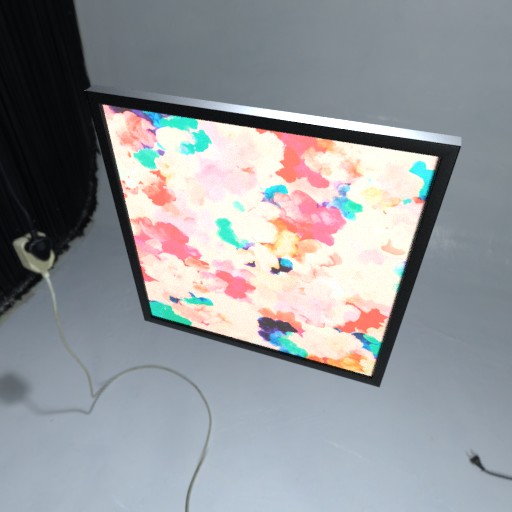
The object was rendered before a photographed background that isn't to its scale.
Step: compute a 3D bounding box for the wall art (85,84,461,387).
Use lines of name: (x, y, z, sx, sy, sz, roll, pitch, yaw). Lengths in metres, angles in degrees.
wall art: (0.000, 0.000, 1.115, 0.756, 0.755, 0.036, 13, 43, 14)
